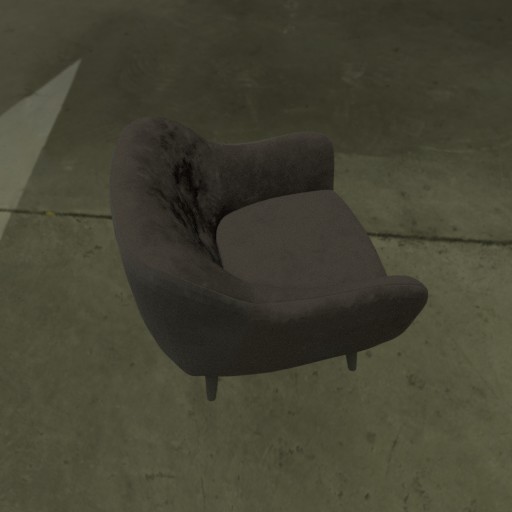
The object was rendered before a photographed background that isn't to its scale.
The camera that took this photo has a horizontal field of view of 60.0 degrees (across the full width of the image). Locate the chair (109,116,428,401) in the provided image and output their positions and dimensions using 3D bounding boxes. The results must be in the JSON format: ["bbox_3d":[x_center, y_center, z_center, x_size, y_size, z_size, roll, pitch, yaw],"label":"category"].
[{"bbox_3d":[0.000,0.000,1.533,0.819,0.807,0.840,-9,46,-9],"label":"chair"}]
